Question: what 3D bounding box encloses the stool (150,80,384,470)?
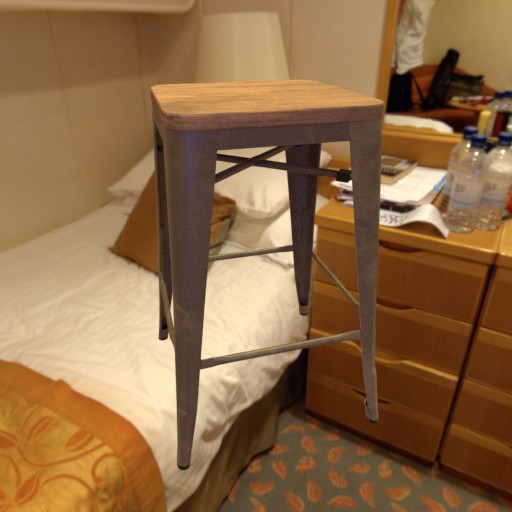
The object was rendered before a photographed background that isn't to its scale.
[{"bbox_3d":[0.000,0.000,0.872,0.407,0.607,0.407,-8,29,-14],"label":"stool"}]
